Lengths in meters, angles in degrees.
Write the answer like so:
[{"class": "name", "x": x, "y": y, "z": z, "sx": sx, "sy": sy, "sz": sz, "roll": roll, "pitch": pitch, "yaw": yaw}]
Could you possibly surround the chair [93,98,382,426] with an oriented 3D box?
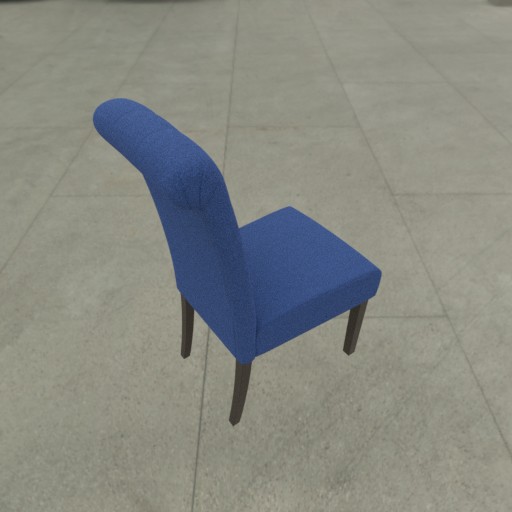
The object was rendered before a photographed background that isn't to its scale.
[{"class": "chair", "x": 0.000, "y": 0.000, "z": 1.353, "sx": 0.671, "sy": 1.006, "sz": 0.456, "roll": -25, "pitch": 46, "yaw": -27}]
